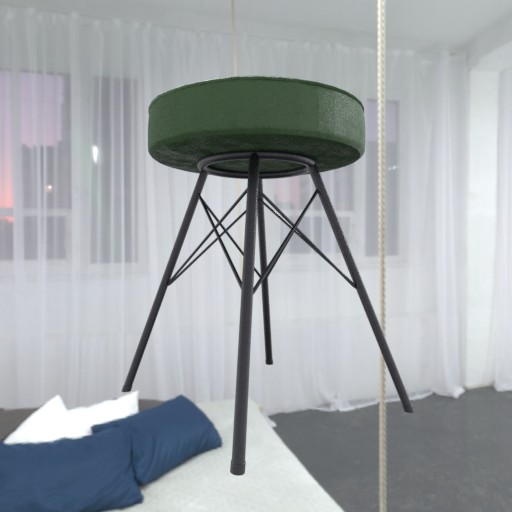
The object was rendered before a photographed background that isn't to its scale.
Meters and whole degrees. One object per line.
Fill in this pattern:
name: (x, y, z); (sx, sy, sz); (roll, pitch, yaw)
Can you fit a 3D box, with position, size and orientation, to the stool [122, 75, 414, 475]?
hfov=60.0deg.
stool: (0.000, 0.000, 0.903); (0.430, 0.595, 0.457); (-1, 1, -36)
